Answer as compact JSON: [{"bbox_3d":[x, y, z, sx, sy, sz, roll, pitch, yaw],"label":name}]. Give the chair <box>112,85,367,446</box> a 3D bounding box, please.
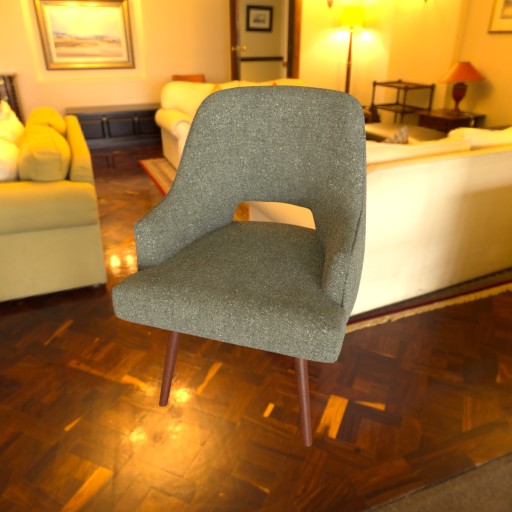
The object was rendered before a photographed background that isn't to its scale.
[{"bbox_3d":[0.000,0.000,1.284,0.608,0.875,0.629,9,27,17],"label":"chair"}]
